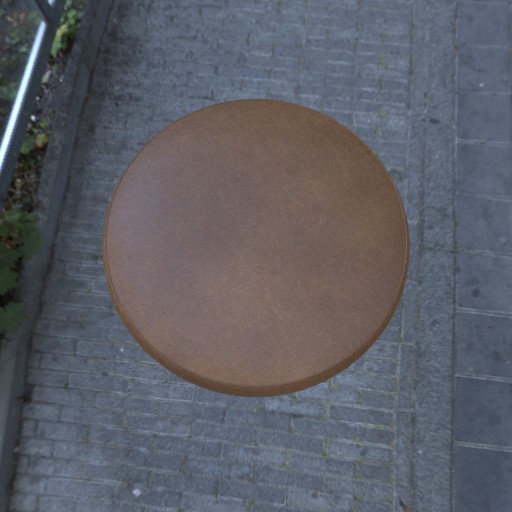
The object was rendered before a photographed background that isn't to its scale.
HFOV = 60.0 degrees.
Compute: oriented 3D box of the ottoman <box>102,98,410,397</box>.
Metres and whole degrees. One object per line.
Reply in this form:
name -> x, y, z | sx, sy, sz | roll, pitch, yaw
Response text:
ottoman -> 0.000, 0.000, 1.016 | 0.607, 0.438, 0.607 | 0, 75, 0
